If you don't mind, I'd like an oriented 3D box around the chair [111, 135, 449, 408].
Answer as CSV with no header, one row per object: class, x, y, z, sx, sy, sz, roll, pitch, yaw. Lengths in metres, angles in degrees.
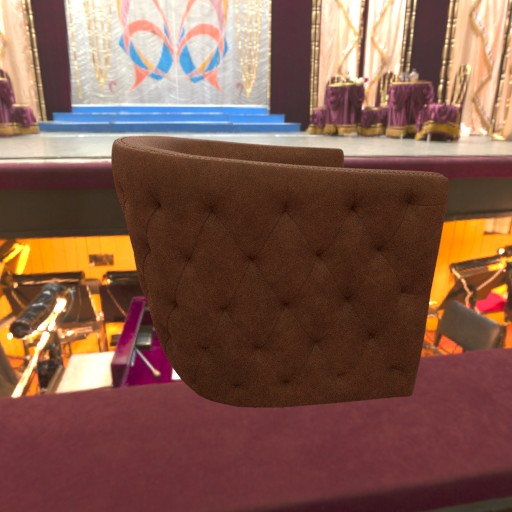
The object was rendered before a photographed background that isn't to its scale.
chair,0.000,0.000,1.516,0.870,0.790,0.850,-3,18,-9
